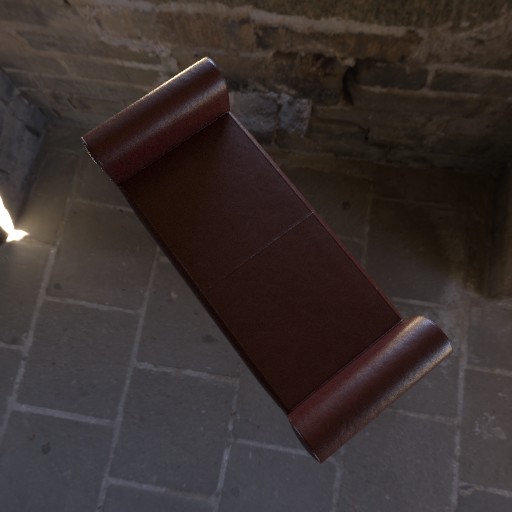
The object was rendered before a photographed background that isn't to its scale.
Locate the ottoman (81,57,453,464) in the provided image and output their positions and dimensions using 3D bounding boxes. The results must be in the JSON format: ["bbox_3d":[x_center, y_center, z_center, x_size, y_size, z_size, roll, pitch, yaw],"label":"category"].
[{"bbox_3d":[0.000,0.000,1.598,0.521,0.547,1.256,-36,79,-8],"label":"ottoman"}]
